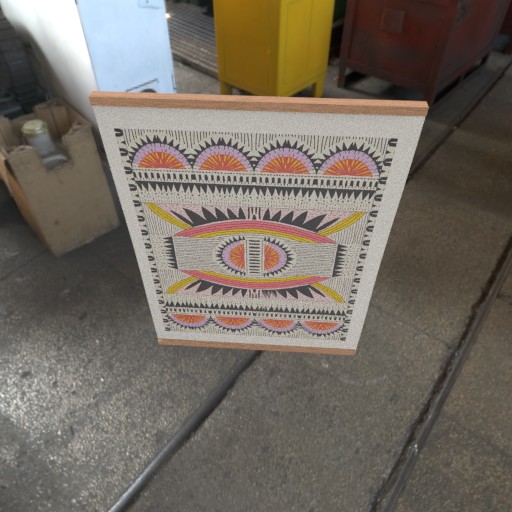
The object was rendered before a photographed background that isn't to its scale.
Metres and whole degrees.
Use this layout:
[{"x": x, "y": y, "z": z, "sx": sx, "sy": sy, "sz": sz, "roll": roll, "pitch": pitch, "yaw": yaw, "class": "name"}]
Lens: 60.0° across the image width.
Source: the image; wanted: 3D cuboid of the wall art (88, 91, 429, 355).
[{"x": 0.000, "y": 0.000, "z": 1.362, "sx": 0.765, "sy": 1.016, "sz": 0.028, "roll": 3, "pitch": 46, "yaw": 3, "class": "wall art"}]
